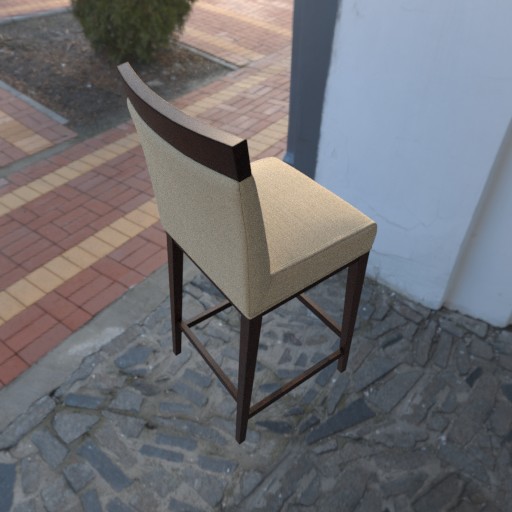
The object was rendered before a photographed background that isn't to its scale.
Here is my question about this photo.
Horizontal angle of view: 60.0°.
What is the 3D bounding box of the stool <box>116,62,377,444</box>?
[{"bbox_3d":[0.000,0.000,1.389,0.531,1.117,0.511,-26,48,-26],"label":"stool"}]
